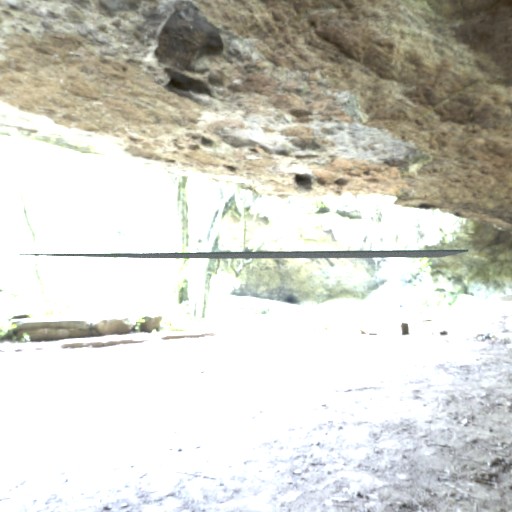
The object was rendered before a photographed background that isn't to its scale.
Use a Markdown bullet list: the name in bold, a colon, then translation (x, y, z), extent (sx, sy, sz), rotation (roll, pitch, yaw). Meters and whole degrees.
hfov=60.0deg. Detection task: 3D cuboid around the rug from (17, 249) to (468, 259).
- **rug**: translation (0.000, 0.000, 2.817), extent (2.284, 0.008, 1.522), rotation (0, -1, 18)
